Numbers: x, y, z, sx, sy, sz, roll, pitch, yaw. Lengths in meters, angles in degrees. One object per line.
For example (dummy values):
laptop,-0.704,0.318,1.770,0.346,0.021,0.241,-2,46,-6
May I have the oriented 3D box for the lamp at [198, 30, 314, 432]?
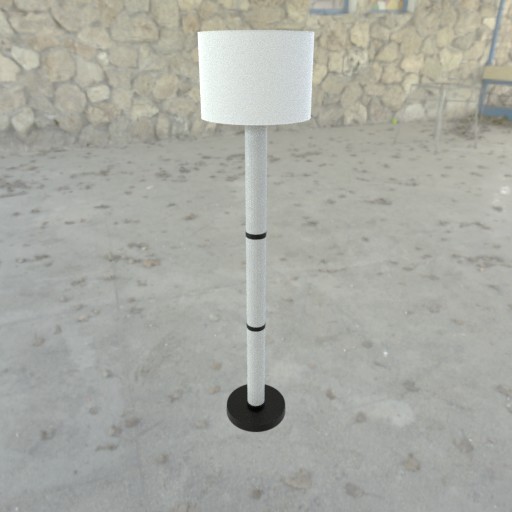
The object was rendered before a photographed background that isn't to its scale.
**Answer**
lamp,0.000,0.000,1.762,0.377,1.599,0.377,-8,26,-17
